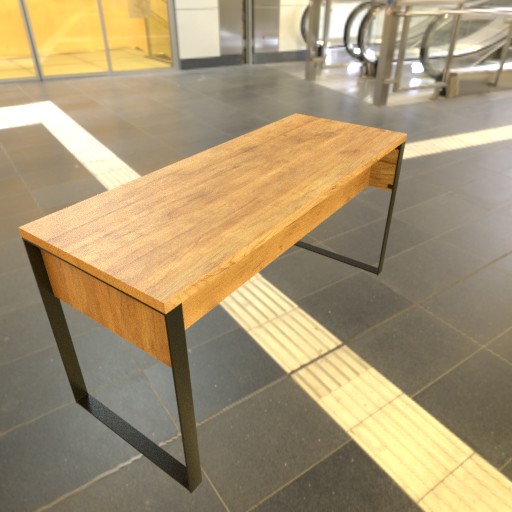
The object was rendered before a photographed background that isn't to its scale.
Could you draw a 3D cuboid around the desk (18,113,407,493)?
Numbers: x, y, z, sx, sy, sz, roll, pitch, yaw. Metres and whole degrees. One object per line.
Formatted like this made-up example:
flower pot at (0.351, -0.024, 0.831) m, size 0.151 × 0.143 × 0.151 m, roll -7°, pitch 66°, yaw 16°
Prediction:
desk at (0.000, 0.000, 1.853) m, size 0.600 × 0.760 × 1.520 m, roll 21°, pitch 38°, yaw 30°
